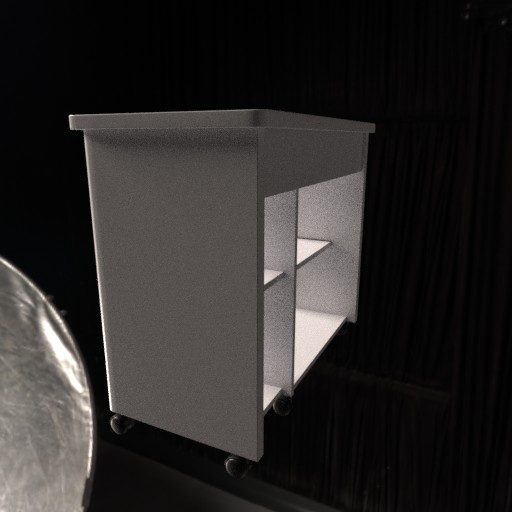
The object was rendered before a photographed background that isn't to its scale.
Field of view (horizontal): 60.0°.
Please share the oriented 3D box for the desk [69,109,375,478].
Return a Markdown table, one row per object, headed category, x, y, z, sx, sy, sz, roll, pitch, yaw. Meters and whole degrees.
| category | x | y | z | sx | sy | sz | roll | pitch | yaw |
| --- | --- | --- | --- | --- | --- | --- | --- | --- | --- |
| desk | 0.000 | 0.000 | 1.305 | 0.475 | 0.763 | 0.877 | 7 | 17 | 25 |
